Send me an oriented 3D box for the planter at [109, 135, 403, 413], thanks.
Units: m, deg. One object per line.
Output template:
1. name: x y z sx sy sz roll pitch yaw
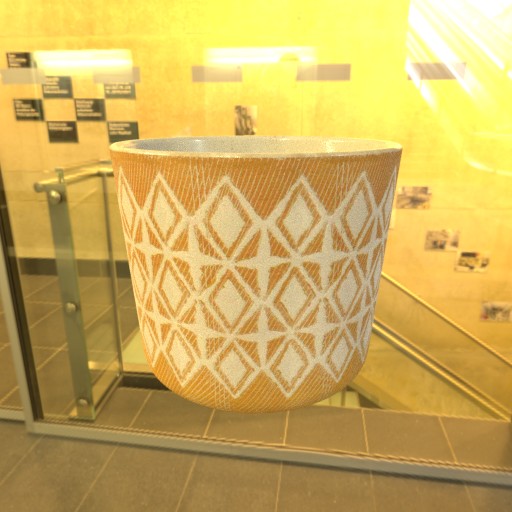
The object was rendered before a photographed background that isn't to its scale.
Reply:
1. planter: 0.000 0.000 0.330 0.193 0.165 0.193 0 18 0
